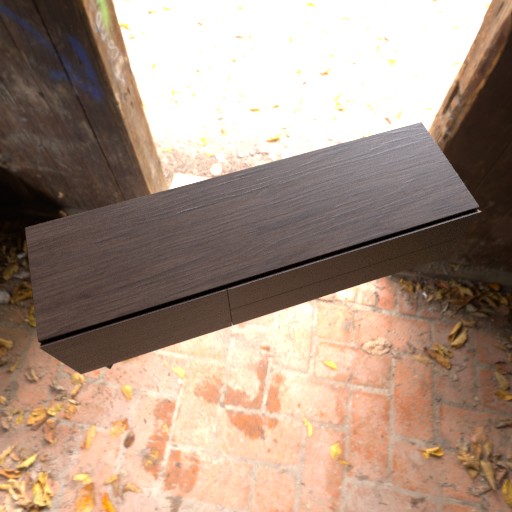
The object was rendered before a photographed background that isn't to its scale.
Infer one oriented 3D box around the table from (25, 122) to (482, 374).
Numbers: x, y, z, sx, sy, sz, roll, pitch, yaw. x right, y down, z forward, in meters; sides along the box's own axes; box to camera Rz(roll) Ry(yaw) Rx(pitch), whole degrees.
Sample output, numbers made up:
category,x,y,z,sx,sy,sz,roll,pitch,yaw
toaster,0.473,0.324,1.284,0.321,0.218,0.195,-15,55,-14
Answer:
category,x,y,z,sx,sy,sz,roll,pitch,yaw
table,0.000,0.000,1.633,1.397,0.508,0.405,-17,64,-8
